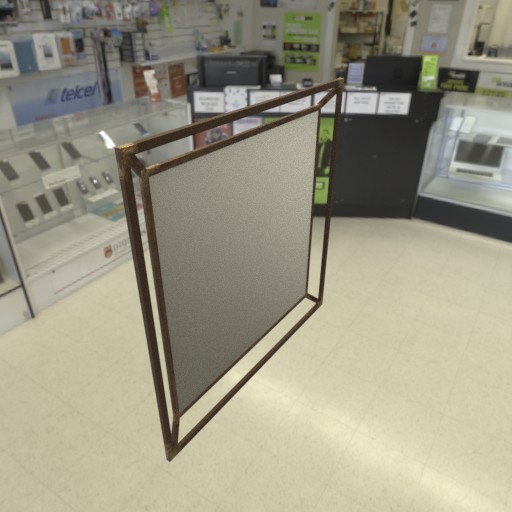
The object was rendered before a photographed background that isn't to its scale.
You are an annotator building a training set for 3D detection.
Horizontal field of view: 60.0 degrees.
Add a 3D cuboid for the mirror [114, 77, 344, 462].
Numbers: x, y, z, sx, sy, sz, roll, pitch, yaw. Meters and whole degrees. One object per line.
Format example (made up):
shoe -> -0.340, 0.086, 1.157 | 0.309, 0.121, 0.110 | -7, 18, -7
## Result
mirror -> 0.000, 0.000, 0.910 | 0.032, 0.610, 0.610 | 20, 36, 30
